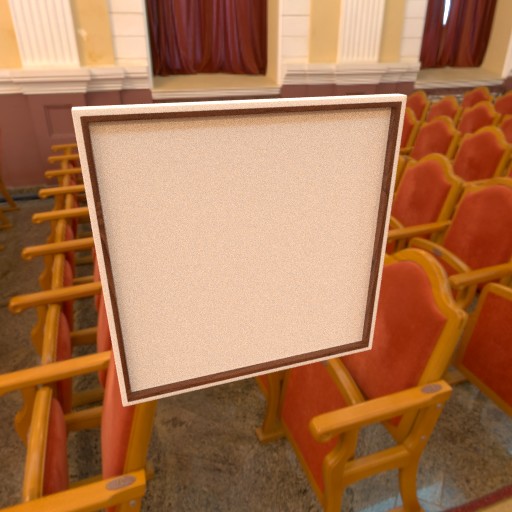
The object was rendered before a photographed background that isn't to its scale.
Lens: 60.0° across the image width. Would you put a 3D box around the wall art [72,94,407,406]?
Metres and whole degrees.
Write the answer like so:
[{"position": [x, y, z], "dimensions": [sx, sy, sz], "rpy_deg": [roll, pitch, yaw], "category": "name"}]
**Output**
[{"position": [0.000, 0.000, 1.136], "dimensions": [0.757, 0.757, 0.037], "rpy_deg": [-8, 27, -17], "category": "wall art"}]
